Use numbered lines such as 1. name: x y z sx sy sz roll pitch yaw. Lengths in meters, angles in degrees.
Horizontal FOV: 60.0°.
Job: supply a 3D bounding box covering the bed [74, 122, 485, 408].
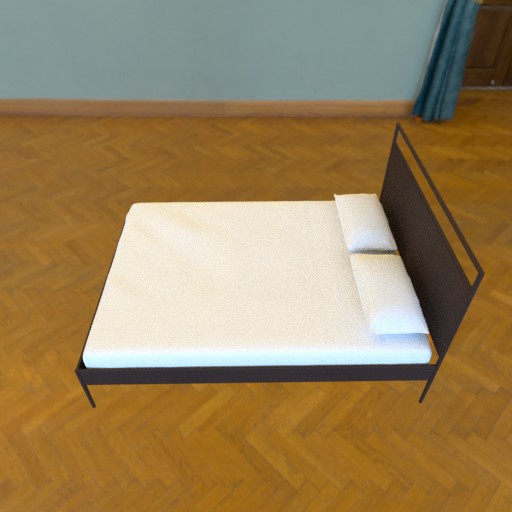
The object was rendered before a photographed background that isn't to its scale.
1. bed: 0.000 0.000 3.029 2.122 1.173 1.572 -1 42 -1
